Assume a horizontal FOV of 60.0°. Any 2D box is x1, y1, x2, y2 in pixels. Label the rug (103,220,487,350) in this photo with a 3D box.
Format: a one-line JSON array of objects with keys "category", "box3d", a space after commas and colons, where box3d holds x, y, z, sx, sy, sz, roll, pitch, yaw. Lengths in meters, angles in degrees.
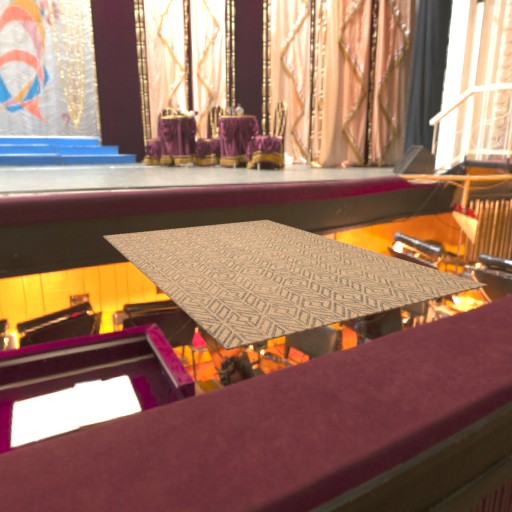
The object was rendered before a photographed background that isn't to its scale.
[{"category": "rug", "box3d": [0.000, 0.000, 2.356, 1.220, 0.008, 1.824, -8, 17, -28]}]
